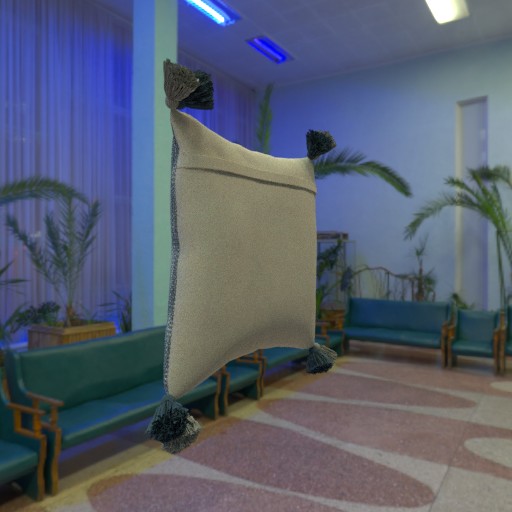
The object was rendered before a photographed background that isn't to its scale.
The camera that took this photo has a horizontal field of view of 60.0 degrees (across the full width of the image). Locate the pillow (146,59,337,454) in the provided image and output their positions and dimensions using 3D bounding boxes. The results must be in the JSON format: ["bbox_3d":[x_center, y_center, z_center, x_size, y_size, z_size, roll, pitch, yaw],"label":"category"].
[{"bbox_3d":[0.000,0.000,0.919,0.138,0.634,0.614,0,0,37],"label":"pillow"}]
